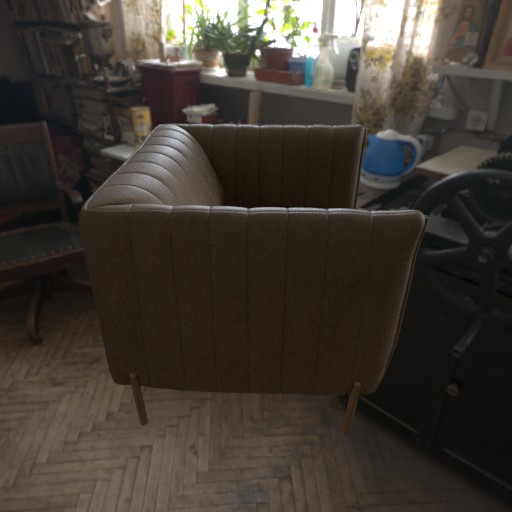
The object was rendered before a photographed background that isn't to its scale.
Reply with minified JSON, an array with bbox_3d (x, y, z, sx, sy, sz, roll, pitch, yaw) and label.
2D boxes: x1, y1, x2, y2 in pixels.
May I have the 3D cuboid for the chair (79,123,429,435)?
[{"bbox_3d":[0.000,0.000,1.648,0.876,0.779,0.981,1,30,2],"label":"chair"}]
